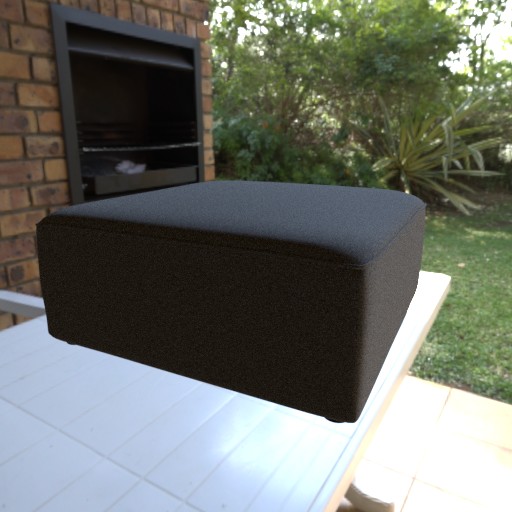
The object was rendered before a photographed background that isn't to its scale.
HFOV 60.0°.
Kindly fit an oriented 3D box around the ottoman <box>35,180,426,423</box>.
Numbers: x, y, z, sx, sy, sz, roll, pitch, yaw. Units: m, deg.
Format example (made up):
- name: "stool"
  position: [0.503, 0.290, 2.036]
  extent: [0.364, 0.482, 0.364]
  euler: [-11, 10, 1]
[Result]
- name: "ottoman"
  position: [0.000, 0.000, 1.572]
  extent: [1.015, 0.464, 1.005]
  euler: [8, 18, 26]
